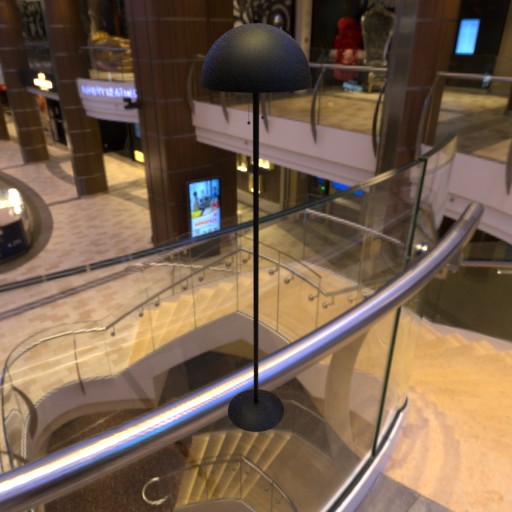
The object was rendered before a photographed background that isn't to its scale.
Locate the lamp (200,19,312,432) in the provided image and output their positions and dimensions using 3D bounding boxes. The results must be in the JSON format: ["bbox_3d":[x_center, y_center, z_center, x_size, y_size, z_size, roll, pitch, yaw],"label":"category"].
[{"bbox_3d":[0.000,0.000,1.571,0.328,1.480,0.328,1,27,1],"label":"lamp"}]
